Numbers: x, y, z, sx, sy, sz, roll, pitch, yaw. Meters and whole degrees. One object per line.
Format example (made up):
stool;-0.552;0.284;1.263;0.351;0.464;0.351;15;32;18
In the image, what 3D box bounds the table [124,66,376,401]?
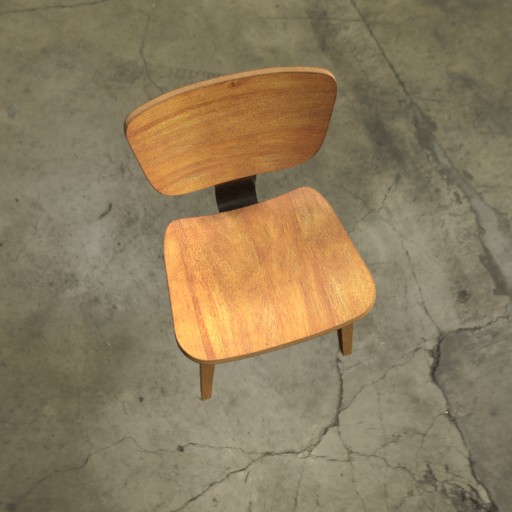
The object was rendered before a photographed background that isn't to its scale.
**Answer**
table;0.000;0.000;1.138;0.499;0.805;0.500;-15;66;-7
